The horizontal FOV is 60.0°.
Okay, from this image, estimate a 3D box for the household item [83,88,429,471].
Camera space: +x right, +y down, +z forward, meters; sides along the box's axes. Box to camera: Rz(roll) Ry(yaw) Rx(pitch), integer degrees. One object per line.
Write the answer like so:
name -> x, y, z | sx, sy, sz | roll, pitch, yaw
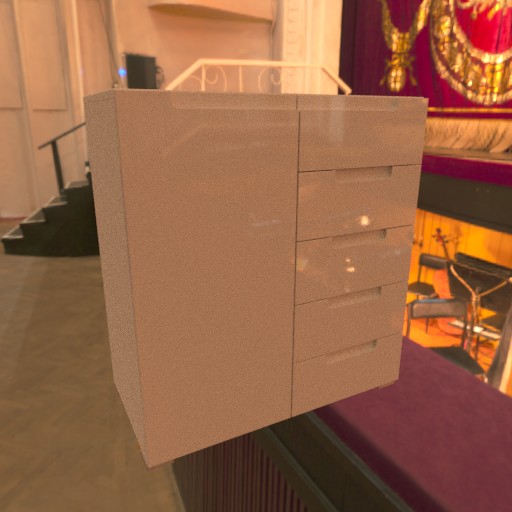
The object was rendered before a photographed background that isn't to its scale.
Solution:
household item -> 0.000, 0.000, 1.287 | 0.800, 0.870, 0.420 | -9, 19, -26
